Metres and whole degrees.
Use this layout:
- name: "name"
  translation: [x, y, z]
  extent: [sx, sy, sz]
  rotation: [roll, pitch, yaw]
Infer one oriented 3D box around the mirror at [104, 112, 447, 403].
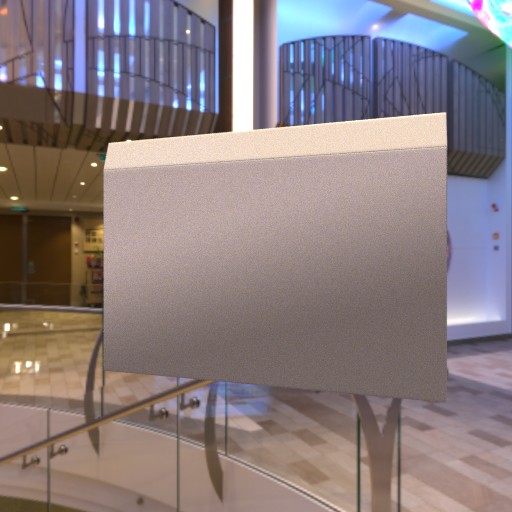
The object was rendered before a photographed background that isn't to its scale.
- name: "mirror"
  translation: [0.000, 0.000, 1.097]
  extent: [0.870, 0.630, 0.030]
  rotation: [0, 0, 18]
